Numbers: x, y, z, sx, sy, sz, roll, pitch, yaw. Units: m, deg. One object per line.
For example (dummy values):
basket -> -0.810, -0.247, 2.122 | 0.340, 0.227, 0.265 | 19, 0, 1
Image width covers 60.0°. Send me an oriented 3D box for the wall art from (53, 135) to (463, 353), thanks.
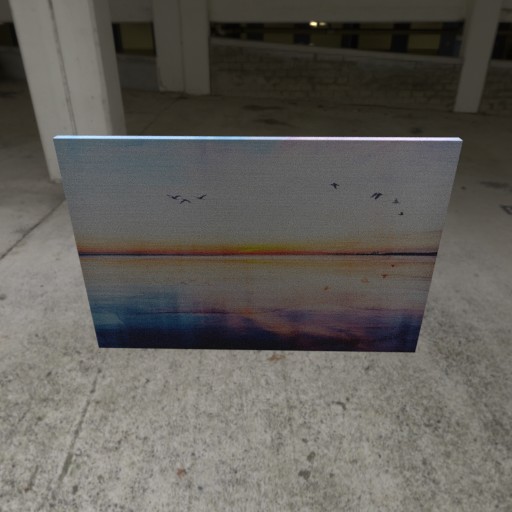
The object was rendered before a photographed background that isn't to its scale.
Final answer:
wall art -> 0.000, 0.000, 0.757 | 0.604, 0.402, 0.018 | 1, 29, 1
